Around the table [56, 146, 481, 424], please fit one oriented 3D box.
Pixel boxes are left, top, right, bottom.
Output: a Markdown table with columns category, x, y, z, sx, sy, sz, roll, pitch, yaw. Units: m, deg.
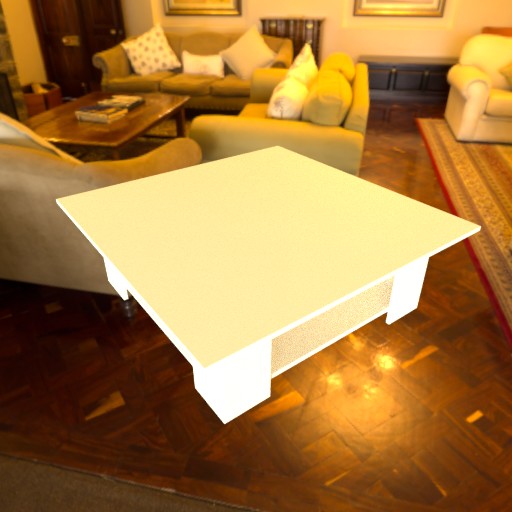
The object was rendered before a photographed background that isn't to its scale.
| category | x | y | z | sx | sy | sz | roll | pitch | yaw |
| --- | --- | --- | --- | --- | --- | --- | --- | --- | --- |
| table | 0.000 | 0.000 | 1.382 | 0.890 | 0.305 | 0.890 | -21 | 38 | -31 |
